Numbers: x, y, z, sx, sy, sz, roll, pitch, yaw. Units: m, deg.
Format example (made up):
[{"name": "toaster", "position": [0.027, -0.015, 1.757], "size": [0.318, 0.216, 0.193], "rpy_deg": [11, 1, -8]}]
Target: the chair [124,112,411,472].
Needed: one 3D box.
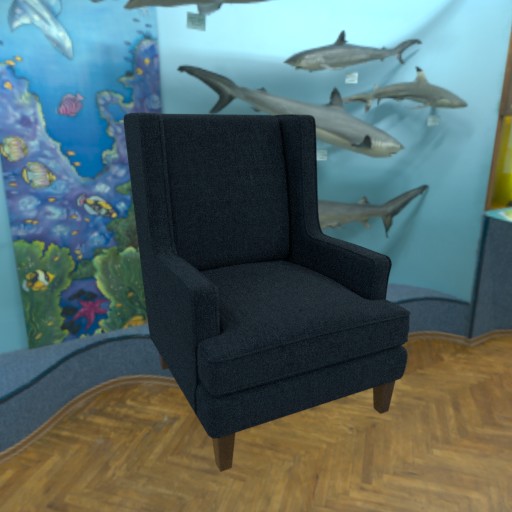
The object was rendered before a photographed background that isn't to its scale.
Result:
[{"name": "chair", "position": [0.000, 0.000, 1.728], "size": [0.764, 1.072, 0.947], "rpy_deg": [-8, 18, -25]}]
